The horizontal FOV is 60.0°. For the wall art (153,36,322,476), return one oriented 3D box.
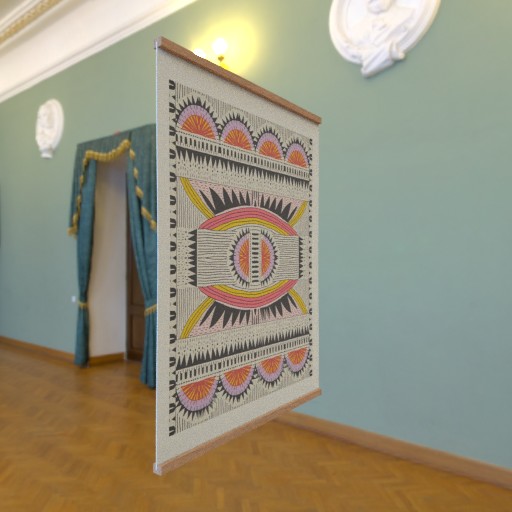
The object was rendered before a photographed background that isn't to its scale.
[{"bbox_3d":[0.000,0.000,1.334,0.028,1.016,0.765,0,0,37],"label":"wall art"}]
